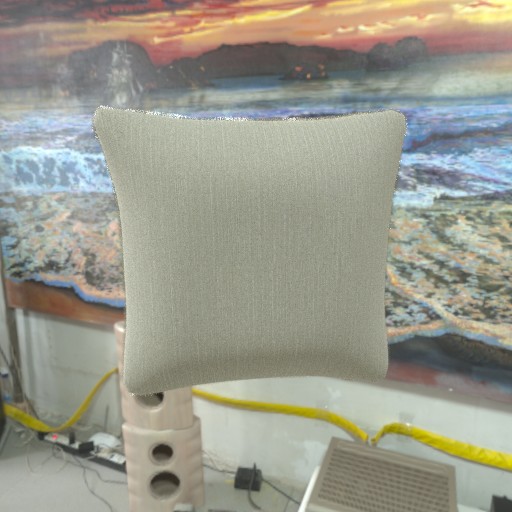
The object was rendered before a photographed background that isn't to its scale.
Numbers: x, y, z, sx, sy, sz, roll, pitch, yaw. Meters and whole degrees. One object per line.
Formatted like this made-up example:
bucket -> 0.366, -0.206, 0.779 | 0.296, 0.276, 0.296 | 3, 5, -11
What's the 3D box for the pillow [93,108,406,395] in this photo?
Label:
pillow -> 0.000, 0.000, 0.823 | 0.538, 0.525, 0.216 | -2, 14, -8
